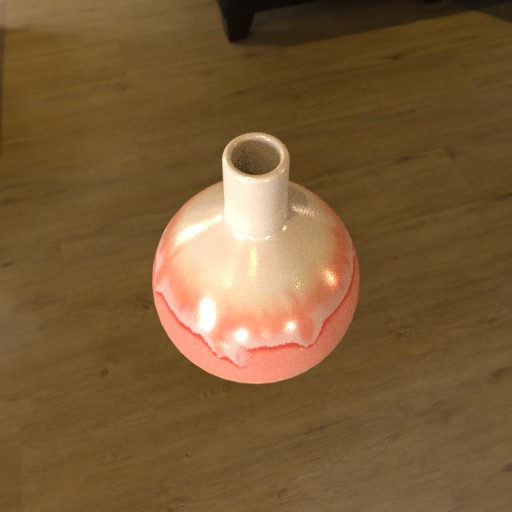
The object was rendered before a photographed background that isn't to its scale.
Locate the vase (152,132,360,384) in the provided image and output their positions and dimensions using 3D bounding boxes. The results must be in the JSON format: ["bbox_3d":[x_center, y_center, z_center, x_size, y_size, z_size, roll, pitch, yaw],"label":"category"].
[{"bbox_3d":[0.000,0.000,0.274,0.137,0.176,0.137,0,59,0],"label":"vase"}]
